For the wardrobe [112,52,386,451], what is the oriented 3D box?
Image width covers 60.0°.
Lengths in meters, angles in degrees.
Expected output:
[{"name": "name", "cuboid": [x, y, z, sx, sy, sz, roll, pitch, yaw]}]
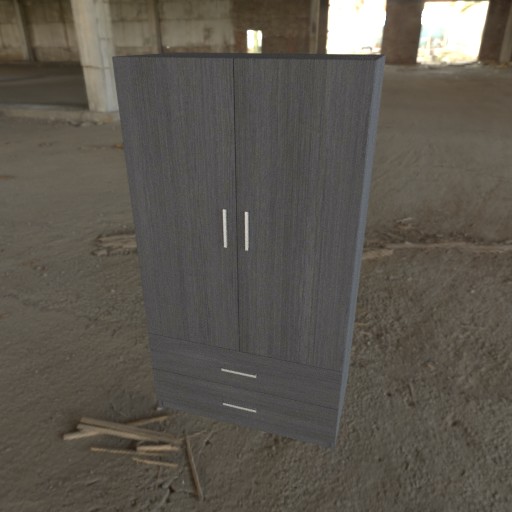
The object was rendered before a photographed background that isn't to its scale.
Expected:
[{"name": "wardrobe", "cuboid": [0.000, 0.000, 2.193, 0.991, 1.808, 0.577, 8, 27, 16]}]
